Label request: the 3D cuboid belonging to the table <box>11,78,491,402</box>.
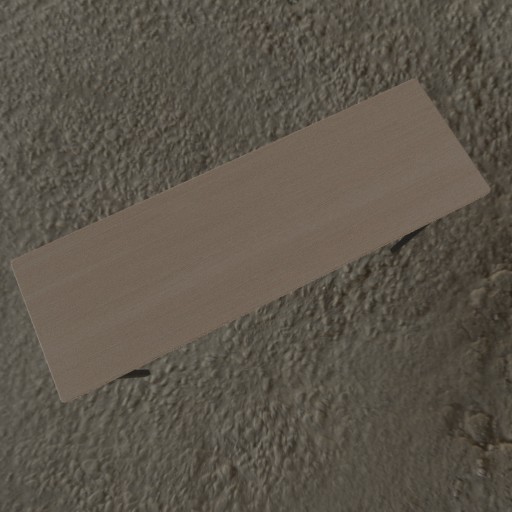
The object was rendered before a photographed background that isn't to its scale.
[{"bbox_3d":[0.000,0.000,1.694,1.397,0.750,0.447,-26,77,-6],"label":"table"}]
